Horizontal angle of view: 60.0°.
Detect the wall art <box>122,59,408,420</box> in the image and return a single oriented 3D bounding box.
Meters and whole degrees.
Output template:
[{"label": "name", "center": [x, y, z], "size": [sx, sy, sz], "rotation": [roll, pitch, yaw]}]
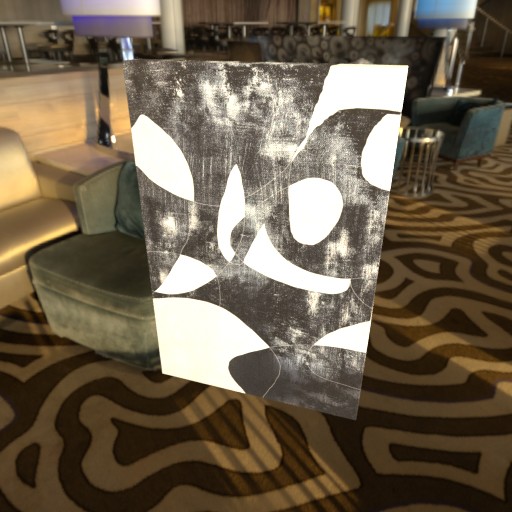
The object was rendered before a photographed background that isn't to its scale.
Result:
[{"label": "wall art", "center": [0.000, 0.000, 0.761], "size": [0.407, 0.610, 0.039], "rotation": [9, 29, 16]}]
